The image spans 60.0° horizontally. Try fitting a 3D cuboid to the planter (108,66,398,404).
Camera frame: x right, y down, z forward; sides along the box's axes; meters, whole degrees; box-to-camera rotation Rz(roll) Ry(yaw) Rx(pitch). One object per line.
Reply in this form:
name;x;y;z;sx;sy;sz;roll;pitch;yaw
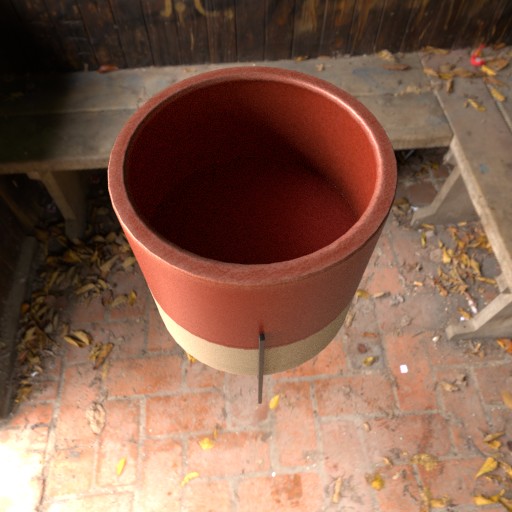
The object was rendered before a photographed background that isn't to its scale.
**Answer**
planter;0.000;0.000;0.725;0.354;0.465;0.345;-30;63;-17
